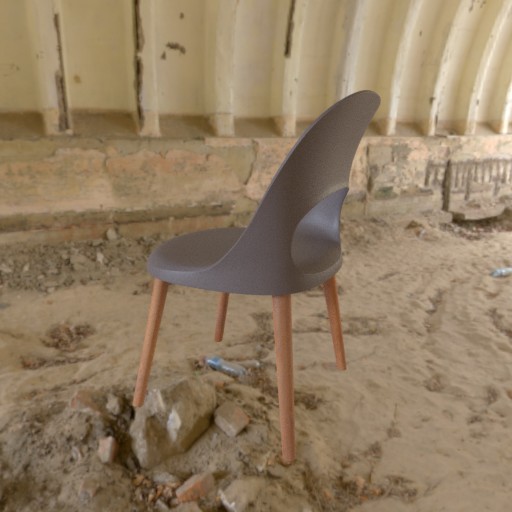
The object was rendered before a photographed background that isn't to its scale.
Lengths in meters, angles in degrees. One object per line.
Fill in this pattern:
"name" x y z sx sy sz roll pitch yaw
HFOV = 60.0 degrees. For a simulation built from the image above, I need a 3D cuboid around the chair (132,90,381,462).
"chair" 0.000 0.000 1.161 0.556 0.794 0.470 8 18 25
